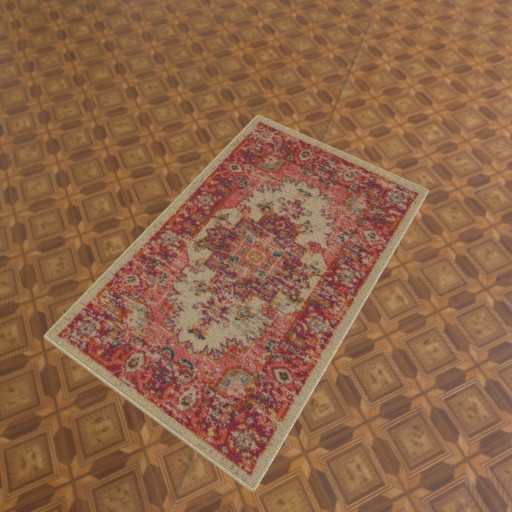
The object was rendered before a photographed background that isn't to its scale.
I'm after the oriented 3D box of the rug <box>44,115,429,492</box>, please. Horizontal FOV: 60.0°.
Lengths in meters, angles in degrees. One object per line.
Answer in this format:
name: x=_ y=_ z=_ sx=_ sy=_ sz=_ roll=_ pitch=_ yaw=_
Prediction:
rug: x=0.000 y=0.000 z=1.087 sx=0.556 sy=0.004 sz=0.868 roll=29 pitch=62 yaw=17
